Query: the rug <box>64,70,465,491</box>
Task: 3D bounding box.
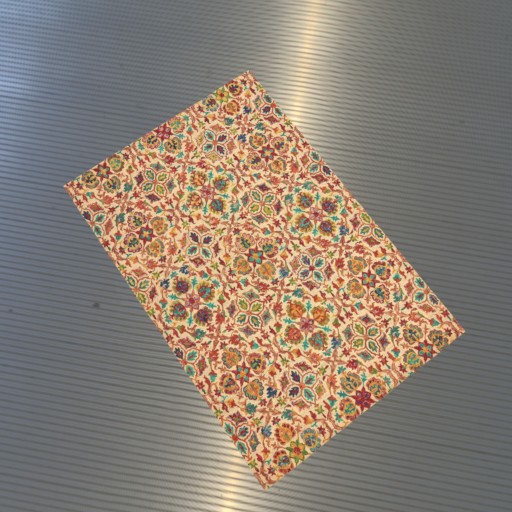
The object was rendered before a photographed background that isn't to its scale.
[{"bbox_3d":[0.000,0.000,2.283,1.226,0.013,1.838,-35,78,-8],"label":"rug"}]
